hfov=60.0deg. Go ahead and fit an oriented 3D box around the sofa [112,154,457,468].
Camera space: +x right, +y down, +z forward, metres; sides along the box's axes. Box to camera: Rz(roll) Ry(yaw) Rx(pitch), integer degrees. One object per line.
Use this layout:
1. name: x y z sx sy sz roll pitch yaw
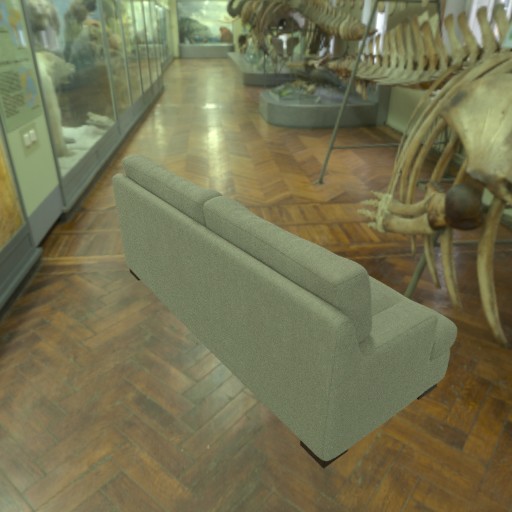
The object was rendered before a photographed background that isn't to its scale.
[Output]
1. sofa: 0.000 0.000 2.854 0.962 0.980 2.354 -19 33 -32
